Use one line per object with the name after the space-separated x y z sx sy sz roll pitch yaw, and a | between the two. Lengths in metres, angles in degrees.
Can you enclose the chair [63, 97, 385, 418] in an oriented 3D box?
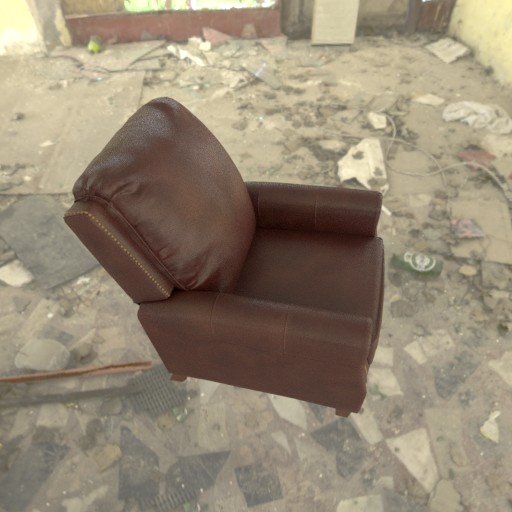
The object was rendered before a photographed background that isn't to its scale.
0.000 0.000 1.813 1.089 1.022 0.826 10 47 10 | chair
